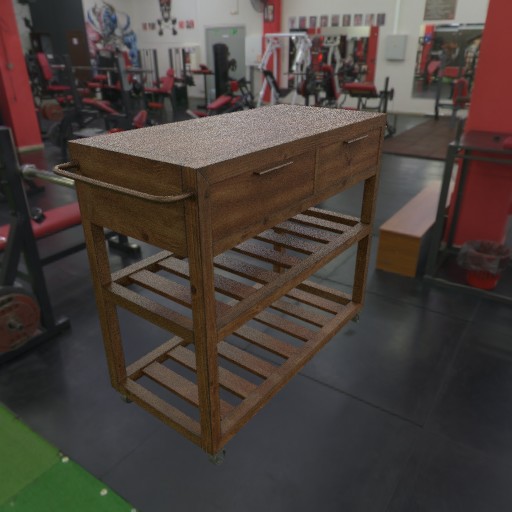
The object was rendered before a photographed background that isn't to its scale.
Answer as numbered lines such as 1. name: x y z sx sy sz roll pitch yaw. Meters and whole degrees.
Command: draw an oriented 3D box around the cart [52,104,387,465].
1. cart: 0.000 0.000 1.449 0.445 0.830 1.065 18 31 33
